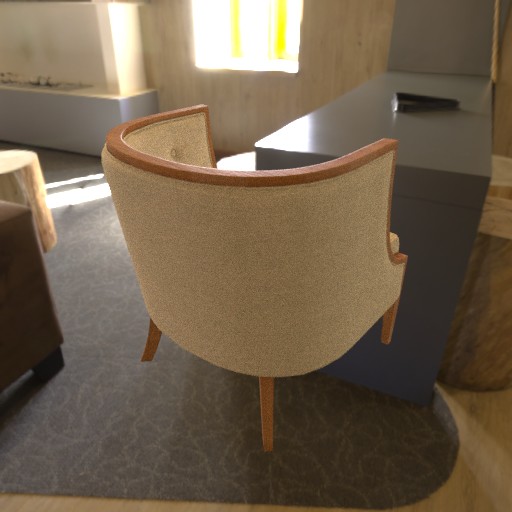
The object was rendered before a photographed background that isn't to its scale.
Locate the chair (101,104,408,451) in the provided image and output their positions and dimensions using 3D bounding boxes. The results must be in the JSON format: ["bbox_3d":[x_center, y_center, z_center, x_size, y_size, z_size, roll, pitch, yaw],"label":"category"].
[{"bbox_3d":[0.000,0.000,1.360,0.711,0.775,0.757,22,37,34],"label":"chair"}]
